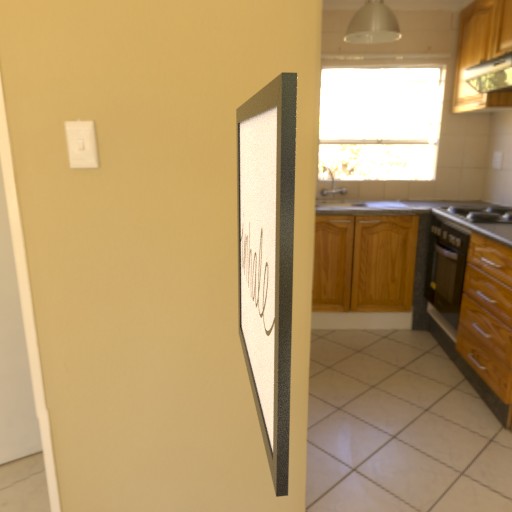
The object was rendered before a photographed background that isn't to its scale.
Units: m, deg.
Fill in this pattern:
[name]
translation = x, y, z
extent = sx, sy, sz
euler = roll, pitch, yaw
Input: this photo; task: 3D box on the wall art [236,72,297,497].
[wall art]
translation = 0.000, 0.000, 0.657
extent = 0.014, 0.445, 0.446
euler = -2, 14, -7
